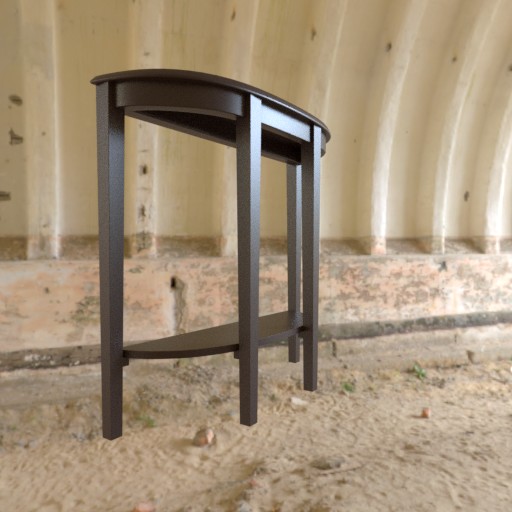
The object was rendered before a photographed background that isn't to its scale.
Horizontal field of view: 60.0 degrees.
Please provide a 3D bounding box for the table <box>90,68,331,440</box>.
[{"bbox_3d":[0.000,0.000,1.297,0.274,0.831,0.909,1,1,35],"label":"table"}]
